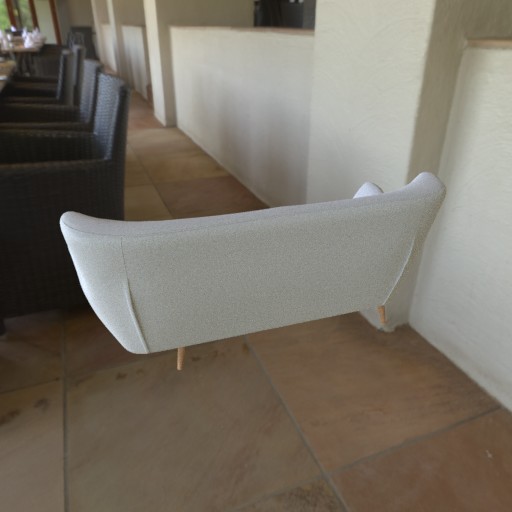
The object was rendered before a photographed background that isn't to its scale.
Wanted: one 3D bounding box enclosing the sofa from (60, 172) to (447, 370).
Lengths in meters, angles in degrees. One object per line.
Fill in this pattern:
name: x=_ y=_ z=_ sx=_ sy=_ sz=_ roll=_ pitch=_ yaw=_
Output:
sofa: x=0.000 y=0.000 z=2.428 sx=1.930 sy=0.890 sz=0.899 roll=-9 pitch=29 yaw=-16
